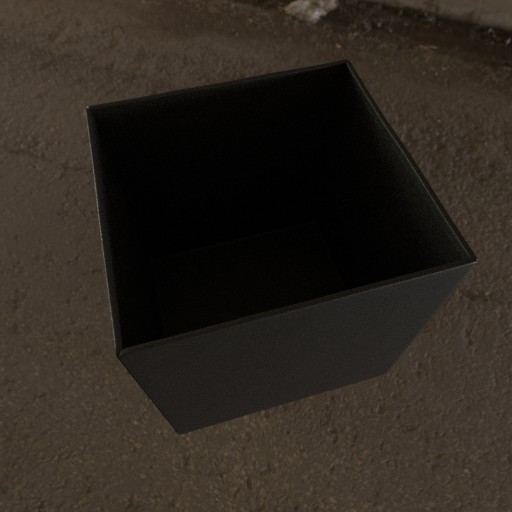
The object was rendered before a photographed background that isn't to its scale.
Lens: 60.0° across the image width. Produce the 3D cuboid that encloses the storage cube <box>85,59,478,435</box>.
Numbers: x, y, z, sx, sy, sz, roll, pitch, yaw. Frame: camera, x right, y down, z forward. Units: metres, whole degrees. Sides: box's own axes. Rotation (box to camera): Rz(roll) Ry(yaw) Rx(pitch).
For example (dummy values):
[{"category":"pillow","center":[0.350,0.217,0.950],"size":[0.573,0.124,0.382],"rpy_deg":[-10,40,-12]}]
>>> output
[{"category":"storage cube","center":[0.000,0.000,0.491],"size":[0.270,0.280,0.270],"rpy_deg":[-14,59,-8]}]
